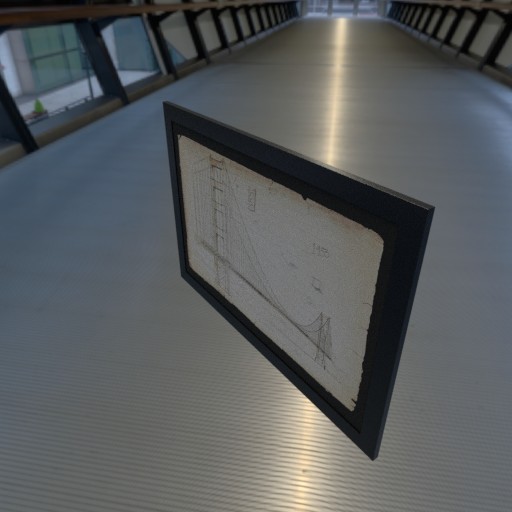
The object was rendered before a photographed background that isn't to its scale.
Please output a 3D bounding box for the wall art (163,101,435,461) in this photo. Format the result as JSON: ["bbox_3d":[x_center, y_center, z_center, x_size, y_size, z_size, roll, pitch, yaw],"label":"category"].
[{"bbox_3d":[0.000,0.000,0.832,0.013,0.447,0.660,-21,37,-30],"label":"wall art"}]
